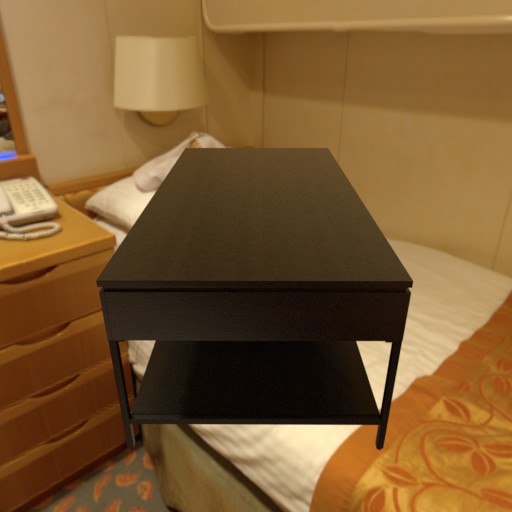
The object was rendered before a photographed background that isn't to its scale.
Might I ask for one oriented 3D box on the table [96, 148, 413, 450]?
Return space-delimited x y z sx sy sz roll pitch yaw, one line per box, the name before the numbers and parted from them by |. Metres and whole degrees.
table | 0.000 0.000 1.388 0.574 0.435 1.095 0 26 0
